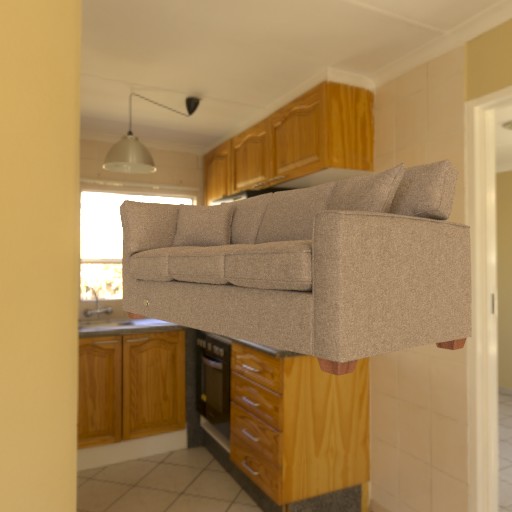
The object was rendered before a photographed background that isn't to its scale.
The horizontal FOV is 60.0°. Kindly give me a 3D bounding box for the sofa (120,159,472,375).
[{"bbox_3d":[0.000,0.000,2.879,1.061,0.962,2.317,1,-1,-37],"label":"sofa"}]
